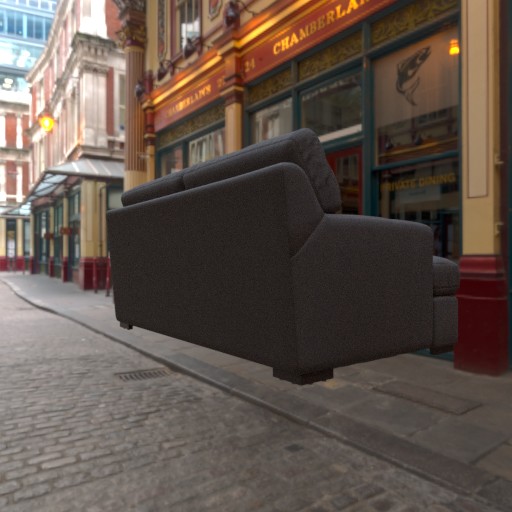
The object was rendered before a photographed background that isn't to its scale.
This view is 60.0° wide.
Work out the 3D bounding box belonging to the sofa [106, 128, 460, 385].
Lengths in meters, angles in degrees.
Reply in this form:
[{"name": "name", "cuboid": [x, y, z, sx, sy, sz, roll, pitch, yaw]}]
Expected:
[{"name": "sofa", "cuboid": [0.000, 0.000, 2.533, 1.143, 0.940, 1.880, 1, -1, -37]}]
